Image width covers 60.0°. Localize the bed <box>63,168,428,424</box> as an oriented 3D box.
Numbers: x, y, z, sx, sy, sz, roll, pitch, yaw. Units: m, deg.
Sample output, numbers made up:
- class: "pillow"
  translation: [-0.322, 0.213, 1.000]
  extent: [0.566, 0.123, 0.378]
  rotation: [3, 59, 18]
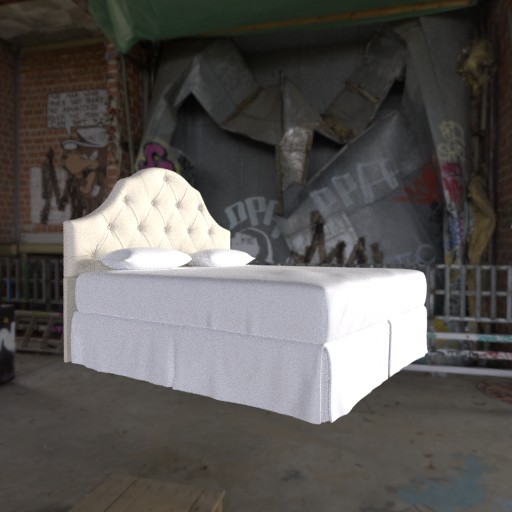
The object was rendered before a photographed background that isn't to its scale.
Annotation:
- class: "bed"
  translation: [0.000, 0.000, 3.535]
  extent: [2.214, 1.615, 2.008]
  rotation: [1, 1, 35]
